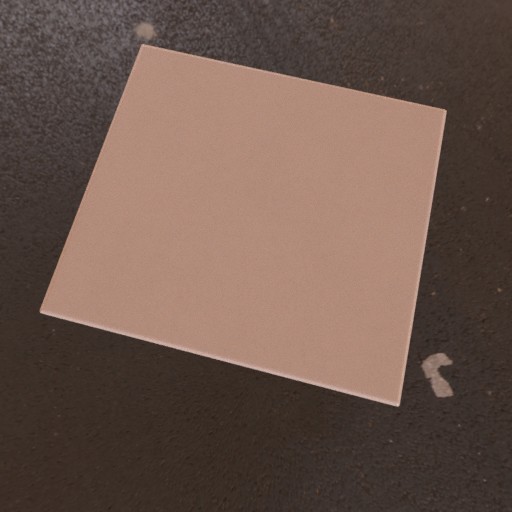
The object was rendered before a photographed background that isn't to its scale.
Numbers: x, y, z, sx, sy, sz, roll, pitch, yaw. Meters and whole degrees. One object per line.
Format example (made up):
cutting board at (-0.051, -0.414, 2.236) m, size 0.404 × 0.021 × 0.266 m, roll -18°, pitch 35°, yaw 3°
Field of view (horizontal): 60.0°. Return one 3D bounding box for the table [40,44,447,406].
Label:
table at (0.000, 0.000, 0.903) m, size 0.488 × 0.565 × 0.442 m, roll 14°, pitch 75°, yaw 4°
